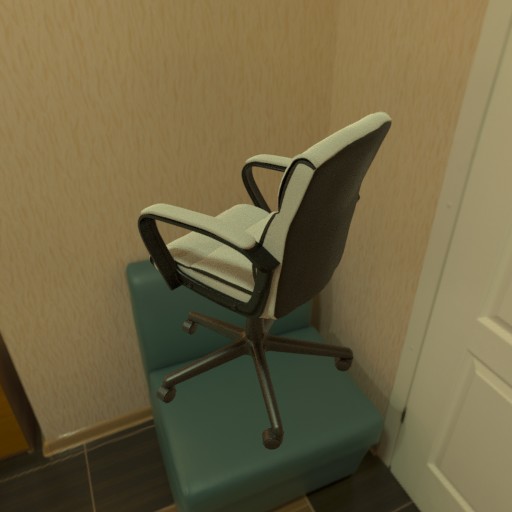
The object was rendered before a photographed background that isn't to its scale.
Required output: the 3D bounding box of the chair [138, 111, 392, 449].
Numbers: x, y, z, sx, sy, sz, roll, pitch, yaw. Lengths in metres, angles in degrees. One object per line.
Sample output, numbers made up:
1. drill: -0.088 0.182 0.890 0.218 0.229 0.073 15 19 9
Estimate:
1. chair: 0.000 0.000 1.502 0.717 1.004 0.739 22 38 30
